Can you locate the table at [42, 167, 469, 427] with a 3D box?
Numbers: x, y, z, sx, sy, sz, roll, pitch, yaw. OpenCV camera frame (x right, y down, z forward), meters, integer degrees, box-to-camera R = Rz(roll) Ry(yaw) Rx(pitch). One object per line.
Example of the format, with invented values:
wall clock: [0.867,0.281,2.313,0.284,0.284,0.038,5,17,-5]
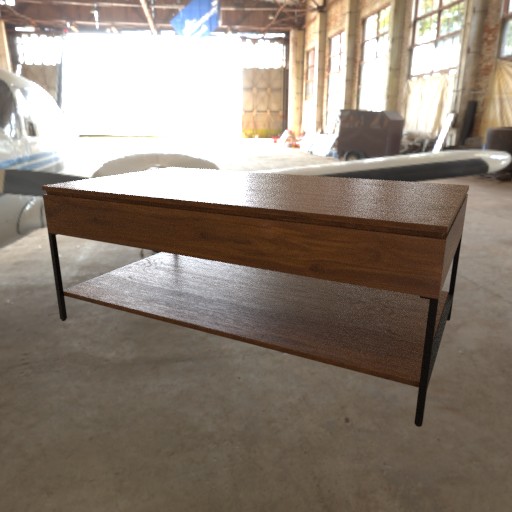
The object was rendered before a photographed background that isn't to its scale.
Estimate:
table: [0.000,0.000,1.306,1.057,0.414,0.574,9,19,27]
